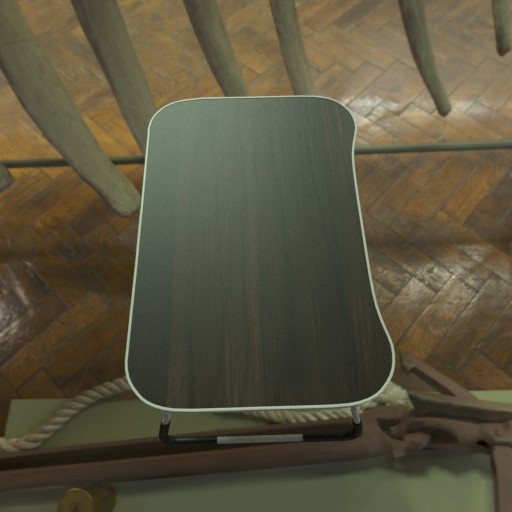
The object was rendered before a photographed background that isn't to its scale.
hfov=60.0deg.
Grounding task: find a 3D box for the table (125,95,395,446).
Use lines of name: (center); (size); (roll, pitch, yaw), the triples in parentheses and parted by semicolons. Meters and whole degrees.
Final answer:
table: (0.000, 0.000, 0.858); (0.400, 0.232, 0.660); (-2, 64, -1)
